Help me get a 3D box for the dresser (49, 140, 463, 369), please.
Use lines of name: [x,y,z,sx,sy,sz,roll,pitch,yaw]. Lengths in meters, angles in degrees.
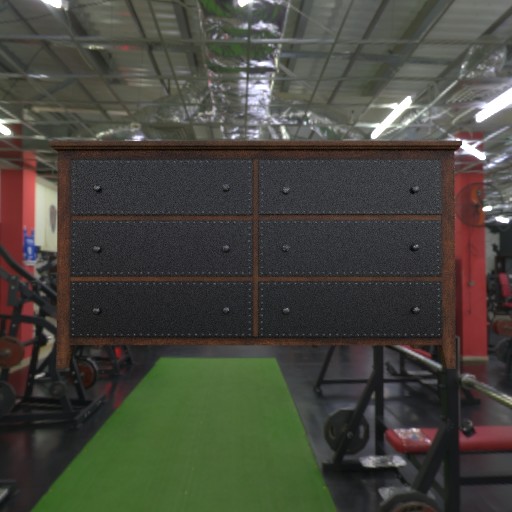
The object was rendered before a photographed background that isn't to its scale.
dresser: [0.000,0.000,1.879,1.551,0.856,0.463,0,-1,0]
